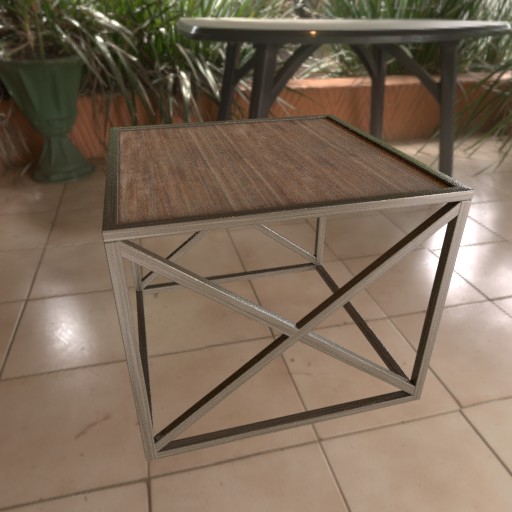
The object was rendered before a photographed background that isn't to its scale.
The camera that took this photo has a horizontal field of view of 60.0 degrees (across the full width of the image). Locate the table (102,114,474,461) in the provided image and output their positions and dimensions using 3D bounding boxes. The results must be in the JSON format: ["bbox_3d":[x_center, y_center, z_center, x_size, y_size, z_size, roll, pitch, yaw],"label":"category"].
[{"bbox_3d":[0.000,0.000,1.070,0.611,0.507,0.609,-8,31,-13],"label":"table"}]
